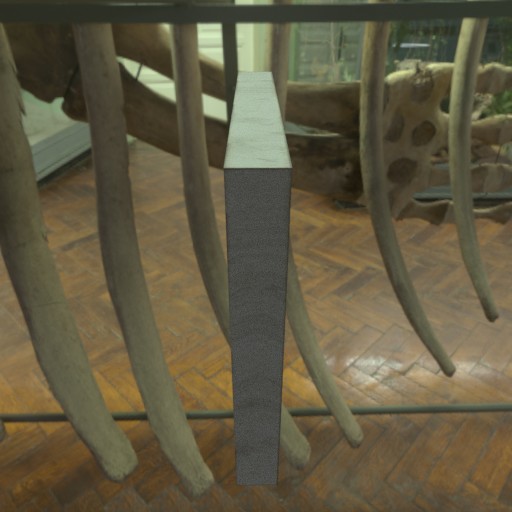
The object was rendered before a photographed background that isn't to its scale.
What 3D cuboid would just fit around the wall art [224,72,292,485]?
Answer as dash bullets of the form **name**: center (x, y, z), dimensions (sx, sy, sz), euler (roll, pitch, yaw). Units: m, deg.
- **wall art**: center (0.000, 0.000, 0.454), dimensions (0.038, 0.303, 0.305), euler (0, 32, 0)
